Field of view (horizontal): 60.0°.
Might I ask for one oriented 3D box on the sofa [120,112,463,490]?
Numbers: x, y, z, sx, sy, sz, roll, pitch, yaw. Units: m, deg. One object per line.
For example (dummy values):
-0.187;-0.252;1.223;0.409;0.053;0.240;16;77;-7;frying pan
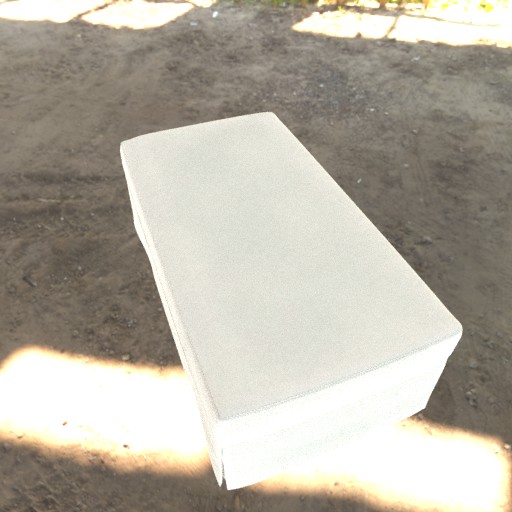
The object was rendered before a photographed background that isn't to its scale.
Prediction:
0.000;0.000;2.054;0.939;0.552;1.677;-16;48;-15;sofa
